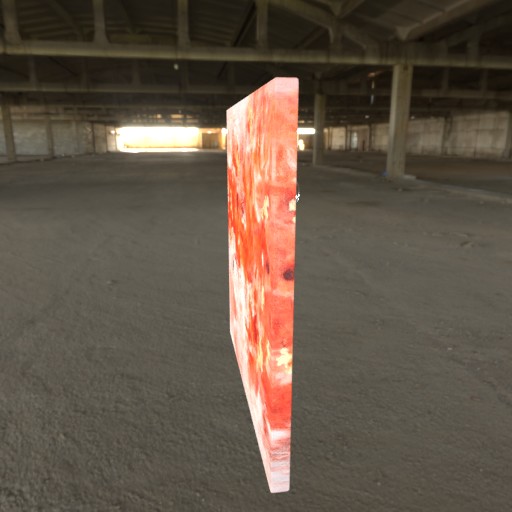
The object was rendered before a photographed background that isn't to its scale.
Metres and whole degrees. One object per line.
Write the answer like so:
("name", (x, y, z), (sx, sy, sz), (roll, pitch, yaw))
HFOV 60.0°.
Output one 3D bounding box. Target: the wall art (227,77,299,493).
("wall art", (0.000, 0.000, 1.115), (0.064, 0.746, 0.747), (-2, 15, -9))
